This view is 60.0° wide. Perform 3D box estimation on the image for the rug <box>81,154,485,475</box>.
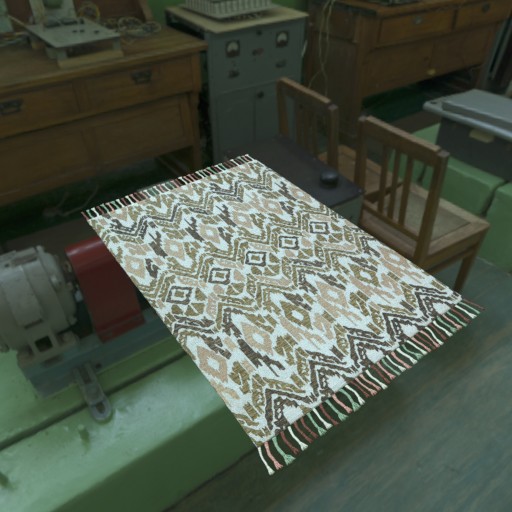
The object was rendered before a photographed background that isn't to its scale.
[{"bbox_3d":[0.000,0.000,2.263,1.219,0.008,1.829,-26,47,-27],"label":"rug"}]
